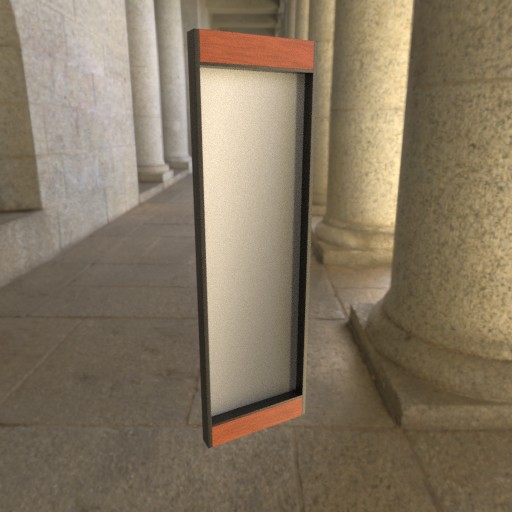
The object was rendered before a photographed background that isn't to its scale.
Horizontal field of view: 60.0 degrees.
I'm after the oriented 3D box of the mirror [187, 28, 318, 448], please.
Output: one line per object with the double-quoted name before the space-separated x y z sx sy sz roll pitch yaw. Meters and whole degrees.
"mirror" 0.000 0.000 1.247 0.343 1.123 0.047 -9 18 -27
